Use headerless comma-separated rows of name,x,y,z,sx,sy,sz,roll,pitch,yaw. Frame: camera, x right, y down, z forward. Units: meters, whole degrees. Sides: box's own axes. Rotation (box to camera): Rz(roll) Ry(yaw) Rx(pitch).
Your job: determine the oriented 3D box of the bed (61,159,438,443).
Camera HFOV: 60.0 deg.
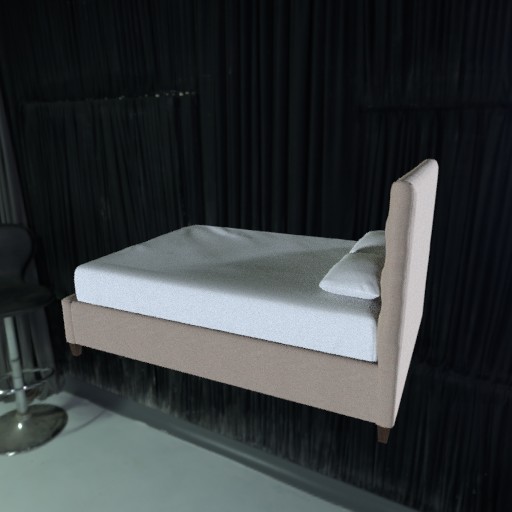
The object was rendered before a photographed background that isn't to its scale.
bed,0.000,0.000,3.410,2.387,1.427,1.698,7,18,24
